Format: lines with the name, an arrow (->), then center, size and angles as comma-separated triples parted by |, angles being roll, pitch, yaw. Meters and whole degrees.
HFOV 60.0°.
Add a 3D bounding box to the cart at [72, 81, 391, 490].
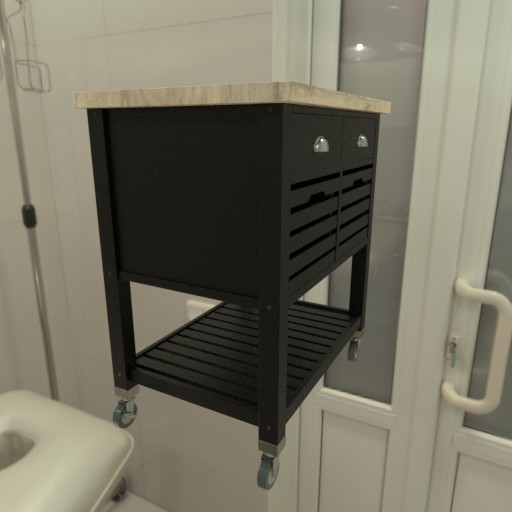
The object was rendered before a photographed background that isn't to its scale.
cart -> 0.000, 0.000, 1.370 | 0.567, 0.920, 0.797 | 9, 18, 28
